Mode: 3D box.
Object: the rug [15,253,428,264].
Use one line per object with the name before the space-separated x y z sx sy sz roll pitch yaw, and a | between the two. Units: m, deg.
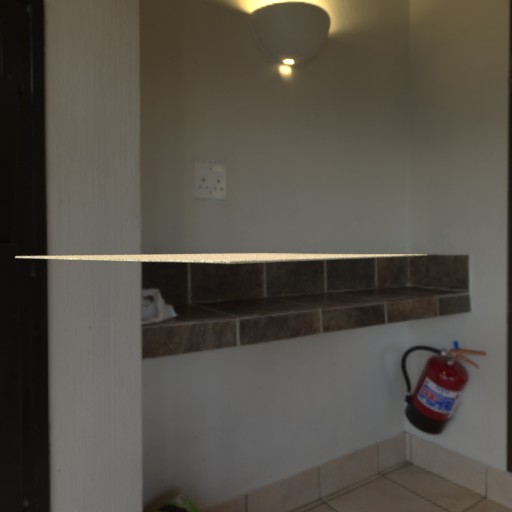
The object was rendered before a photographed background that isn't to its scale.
rug | 0.000 0.000 2.157 1.143 0.010 1.758 1 1 37
